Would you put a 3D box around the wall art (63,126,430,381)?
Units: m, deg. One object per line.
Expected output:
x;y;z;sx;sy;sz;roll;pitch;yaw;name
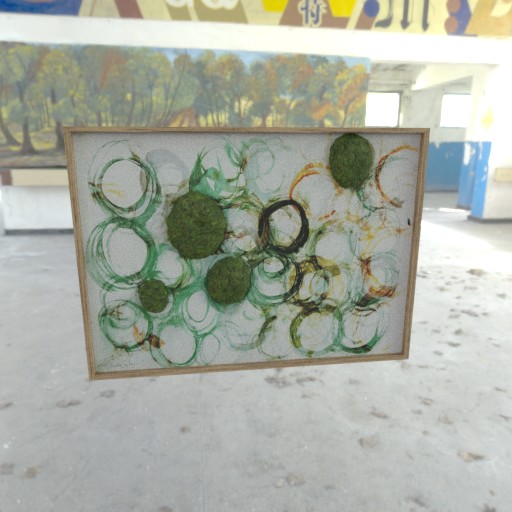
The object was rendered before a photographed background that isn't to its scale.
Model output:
0.000;0.000;1.092;0.841;0.609;0.063;-2;15;-7;wall art
